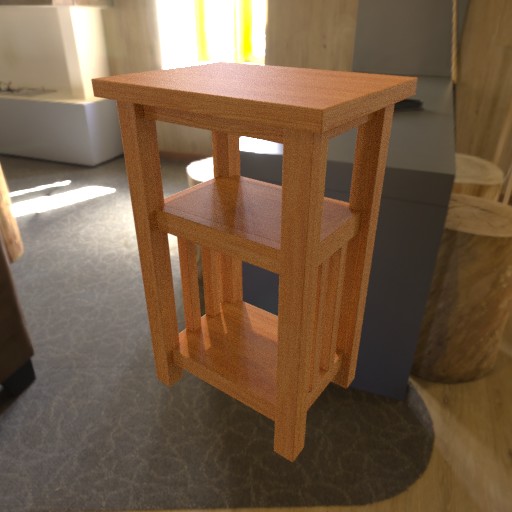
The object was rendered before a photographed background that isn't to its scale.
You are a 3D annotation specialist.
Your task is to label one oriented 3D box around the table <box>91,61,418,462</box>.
[{"bbox_3d":[0.000,0.000,0.732,0.350,0.550,0.270,20,35,31],"label":"table"}]
